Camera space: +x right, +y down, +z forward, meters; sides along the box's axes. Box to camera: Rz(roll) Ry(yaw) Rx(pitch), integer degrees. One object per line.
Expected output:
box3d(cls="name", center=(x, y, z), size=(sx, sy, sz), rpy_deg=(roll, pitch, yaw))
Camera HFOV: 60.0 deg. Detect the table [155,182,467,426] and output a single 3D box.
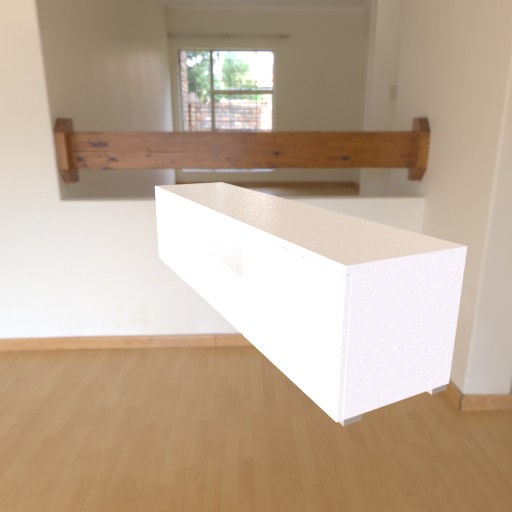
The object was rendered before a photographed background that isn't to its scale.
box3d(cls="table", center=(0.000, 0.000, 1.824), size=(0.390, 0.420, 1.650), rpy_deg=(-8, 18, -26))
